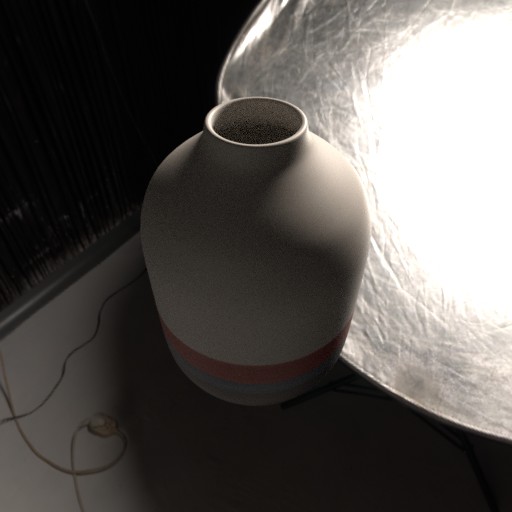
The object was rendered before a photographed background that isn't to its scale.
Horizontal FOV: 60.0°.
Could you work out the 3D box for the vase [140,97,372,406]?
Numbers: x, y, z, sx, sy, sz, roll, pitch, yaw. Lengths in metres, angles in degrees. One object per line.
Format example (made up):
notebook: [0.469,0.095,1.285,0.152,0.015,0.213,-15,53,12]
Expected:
vase: [0.000,0.000,0.355,0.169,0.237,0.169,0,45,0]
